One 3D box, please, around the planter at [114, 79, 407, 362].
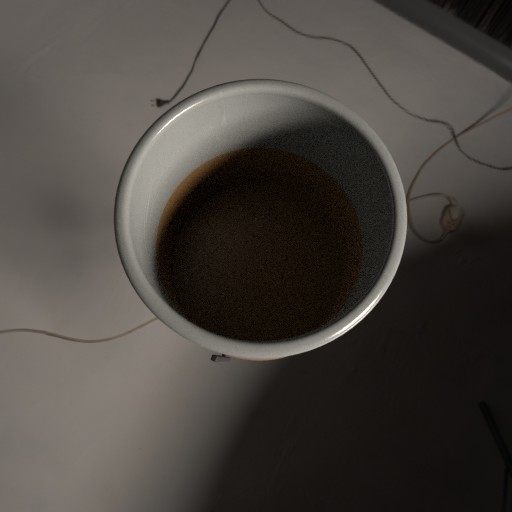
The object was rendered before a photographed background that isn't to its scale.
[{"bbox_3d":[0.000,0.000,0.659,0.310,0.432,0.310,35,79,8],"label":"planter"}]
